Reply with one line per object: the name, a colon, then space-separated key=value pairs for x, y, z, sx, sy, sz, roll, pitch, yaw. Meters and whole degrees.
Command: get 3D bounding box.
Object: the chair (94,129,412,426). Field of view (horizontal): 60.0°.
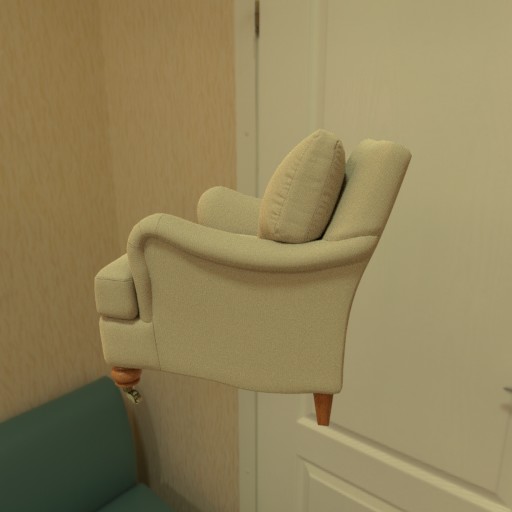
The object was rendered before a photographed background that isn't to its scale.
chair: x=0.000 y=0.000 z=1.902 sx=1.070 sy=1.038 sz=0.955 roll=3 pitch=16 yaw=9
